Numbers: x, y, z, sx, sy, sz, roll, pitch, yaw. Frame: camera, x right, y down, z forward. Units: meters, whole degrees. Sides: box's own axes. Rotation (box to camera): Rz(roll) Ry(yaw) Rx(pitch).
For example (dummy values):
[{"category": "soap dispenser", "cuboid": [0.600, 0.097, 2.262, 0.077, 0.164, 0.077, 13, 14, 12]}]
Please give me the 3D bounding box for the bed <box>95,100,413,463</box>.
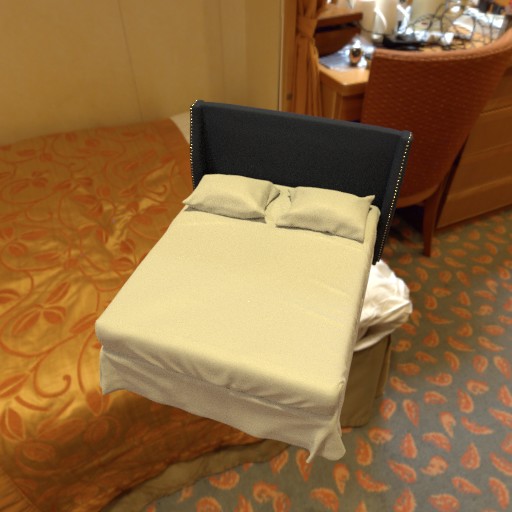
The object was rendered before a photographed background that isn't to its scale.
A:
[{"category": "bed", "cuboid": [0.000, 0.000, 3.428, 1.925, 1.332, 2.276, 13, 45, 13]}]
